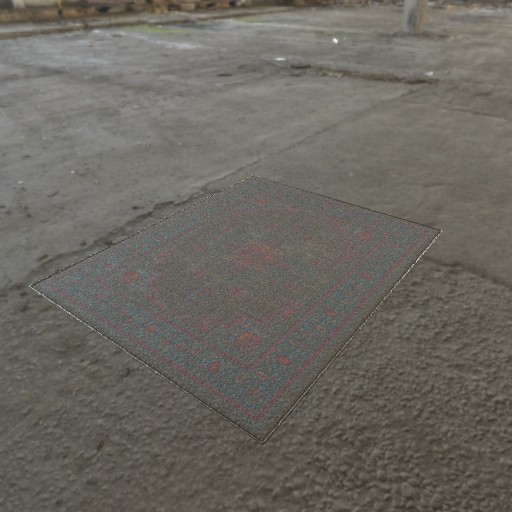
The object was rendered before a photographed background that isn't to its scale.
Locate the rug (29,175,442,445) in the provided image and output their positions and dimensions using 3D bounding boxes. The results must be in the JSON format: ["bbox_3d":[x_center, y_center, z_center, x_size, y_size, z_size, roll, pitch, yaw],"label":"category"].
[{"bbox_3d":[0.000,0.000,4.088,2.434,0.013,3.057,22,39,31],"label":"rug"}]
